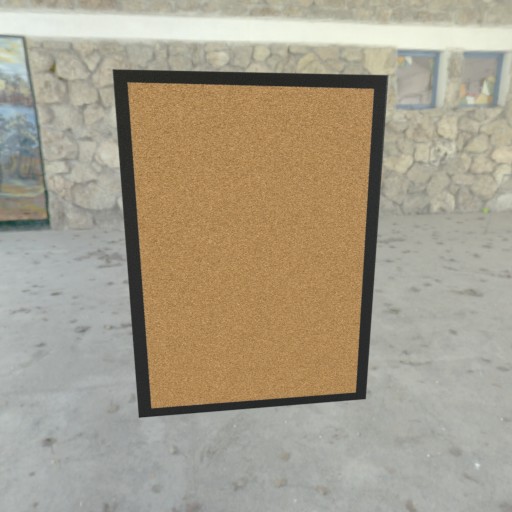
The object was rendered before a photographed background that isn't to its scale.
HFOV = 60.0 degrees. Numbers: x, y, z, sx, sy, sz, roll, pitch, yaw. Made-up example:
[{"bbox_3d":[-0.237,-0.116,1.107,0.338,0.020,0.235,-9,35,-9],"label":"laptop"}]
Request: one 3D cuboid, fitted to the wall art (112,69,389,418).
[{"bbox_3d":[0.000,0.000,1.253,0.707,0.967,0.013,-2,15,-8],"label":"wall art"}]
